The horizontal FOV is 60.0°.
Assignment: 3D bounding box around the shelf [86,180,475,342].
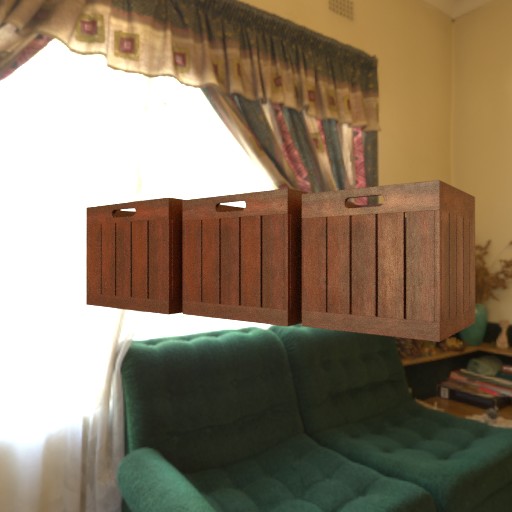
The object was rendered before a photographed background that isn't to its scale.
[{"bbox_3d":[0.000,0.000,1.239,1.064,0.311,0.393,0,0,38],"label":"shelf"}]
